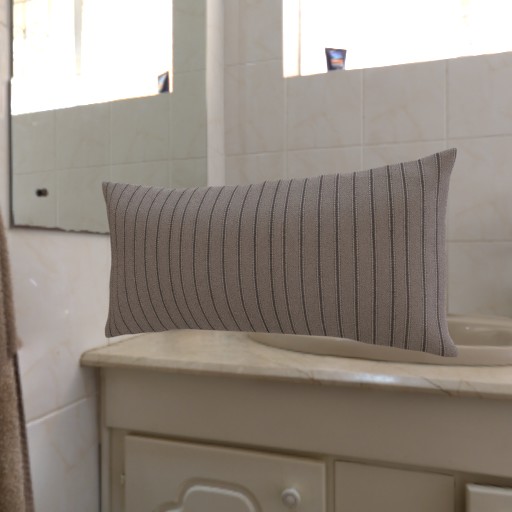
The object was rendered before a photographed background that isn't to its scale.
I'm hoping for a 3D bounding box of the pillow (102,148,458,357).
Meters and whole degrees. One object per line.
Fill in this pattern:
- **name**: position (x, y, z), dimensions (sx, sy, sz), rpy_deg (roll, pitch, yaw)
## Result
- **pillow**: position (0.000, 0.000, 0.731), dimensions (0.609, 0.305, 0.151), rpy_deg (0, -1, 19)
